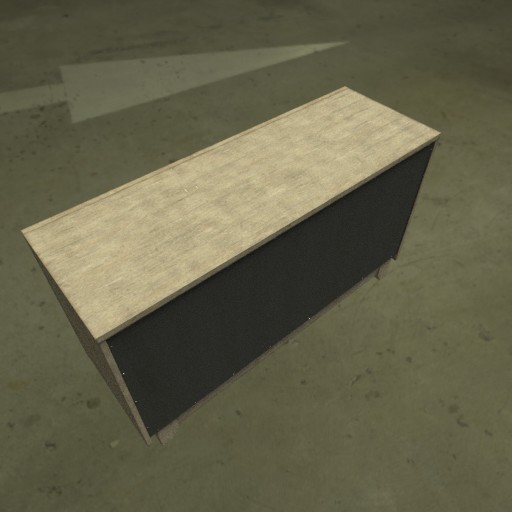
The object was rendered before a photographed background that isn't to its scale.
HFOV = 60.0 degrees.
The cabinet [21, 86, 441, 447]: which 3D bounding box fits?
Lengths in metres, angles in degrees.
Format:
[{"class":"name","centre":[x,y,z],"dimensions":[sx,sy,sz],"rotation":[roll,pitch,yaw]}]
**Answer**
[{"class":"cabinet","centre":[0.000,0.000,1.844],"dimensions":[1.460,0.825,0.511],"rotation":[-31,54,-26]}]
